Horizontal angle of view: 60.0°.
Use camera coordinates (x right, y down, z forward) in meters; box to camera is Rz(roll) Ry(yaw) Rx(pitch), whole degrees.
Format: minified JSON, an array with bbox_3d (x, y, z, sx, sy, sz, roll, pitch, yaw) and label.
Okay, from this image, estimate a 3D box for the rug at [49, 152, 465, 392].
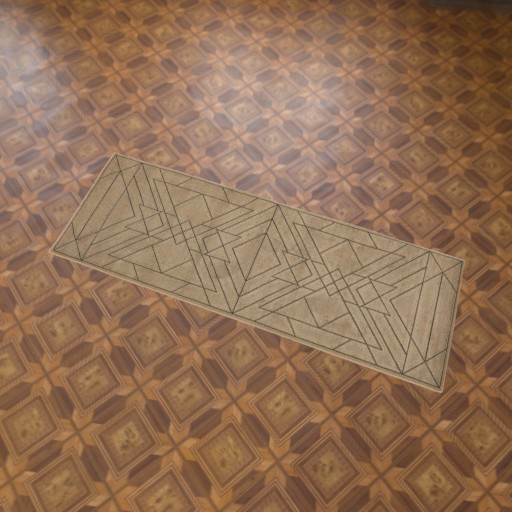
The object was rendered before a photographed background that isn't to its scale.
[{"bbox_3d":[0.000,0.000,2.673,2.381,0.036,0.831,18,64,9],"label":"rug"}]
